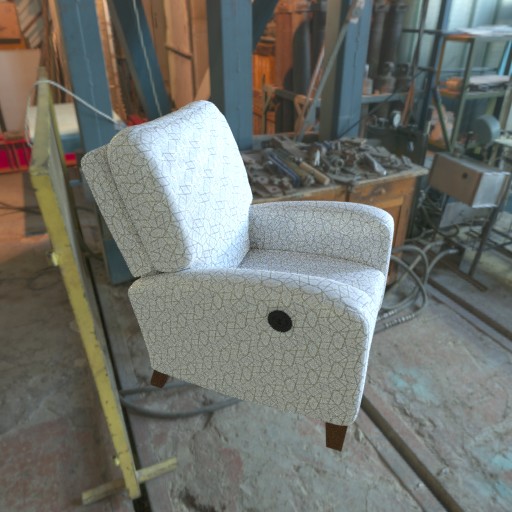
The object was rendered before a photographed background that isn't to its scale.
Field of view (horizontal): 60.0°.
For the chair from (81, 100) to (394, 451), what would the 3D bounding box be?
[{"bbox_3d":[0.000,0.000,1.761,0.995,1.064,0.796,10,31,18],"label":"chair"}]
